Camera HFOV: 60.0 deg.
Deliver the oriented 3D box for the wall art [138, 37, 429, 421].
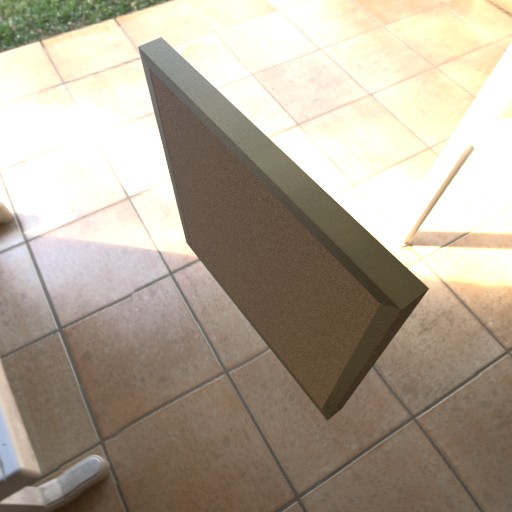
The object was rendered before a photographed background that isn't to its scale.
[{"bbox_3d":[0.000,0.000,0.744,0.038,0.508,0.507,-32,64,-18],"label":"wall art"}]
